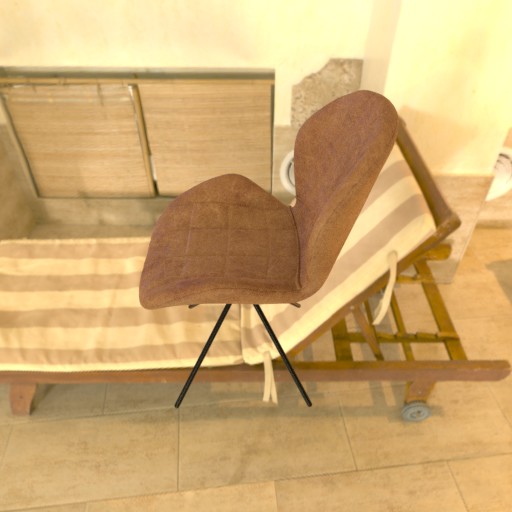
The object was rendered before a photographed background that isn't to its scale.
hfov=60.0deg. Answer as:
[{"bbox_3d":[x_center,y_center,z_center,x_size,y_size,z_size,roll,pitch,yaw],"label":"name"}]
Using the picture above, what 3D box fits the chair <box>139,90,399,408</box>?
[{"bbox_3d":[0.000,0.000,1.308,0.640,0.929,0.527,0,41,0],"label":"chair"}]
